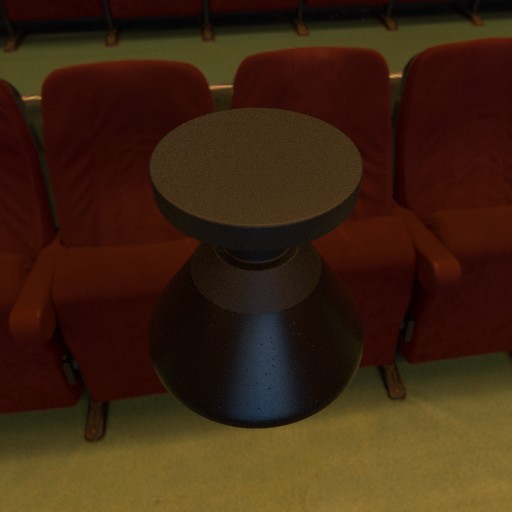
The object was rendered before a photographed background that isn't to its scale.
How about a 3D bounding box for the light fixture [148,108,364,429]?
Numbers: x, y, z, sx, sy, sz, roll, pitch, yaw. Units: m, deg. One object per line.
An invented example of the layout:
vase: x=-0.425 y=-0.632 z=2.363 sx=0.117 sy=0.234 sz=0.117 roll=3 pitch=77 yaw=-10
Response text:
light fixture: x=0.000 y=0.000 z=0.354 sx=0.200 sy=0.183 sz=0.200 roll=0 pitch=45 yaw=0
